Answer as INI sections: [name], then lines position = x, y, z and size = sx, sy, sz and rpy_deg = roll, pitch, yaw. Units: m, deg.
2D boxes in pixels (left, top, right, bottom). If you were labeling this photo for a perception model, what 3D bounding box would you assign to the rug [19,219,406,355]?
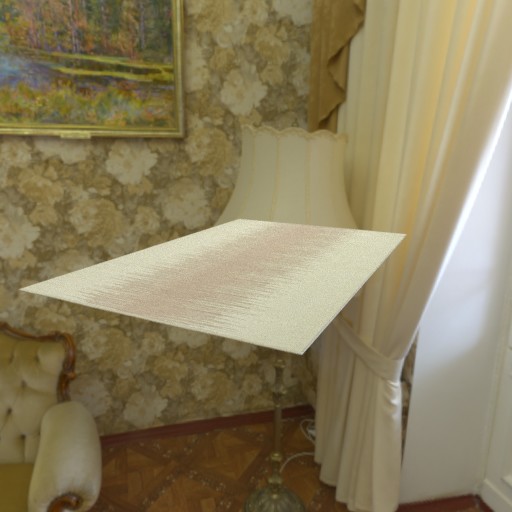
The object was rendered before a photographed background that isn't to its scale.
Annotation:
[rug]
position = 0.000, 0.000, 2.327
size = 1.234, 0.006, 1.850
rpy_deg = 7, 17, 26
